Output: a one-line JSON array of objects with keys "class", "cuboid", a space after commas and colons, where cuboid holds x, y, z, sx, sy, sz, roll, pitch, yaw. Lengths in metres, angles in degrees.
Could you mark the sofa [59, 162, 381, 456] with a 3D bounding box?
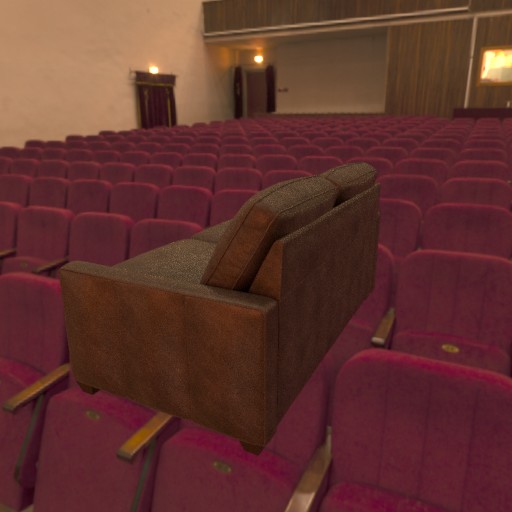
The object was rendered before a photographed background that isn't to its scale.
[{"class": "sofa", "cuboid": [0.000, 0.000, 2.334, 0.939, 0.916, 1.732, 9, 19, 26]}]
